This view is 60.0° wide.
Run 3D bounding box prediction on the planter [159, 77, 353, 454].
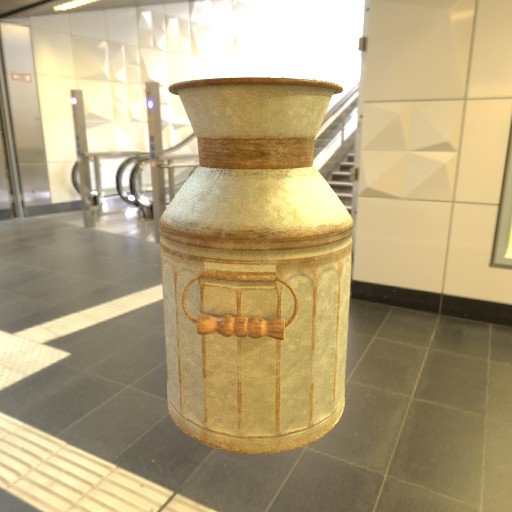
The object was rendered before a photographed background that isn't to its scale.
[{"bbox_3d":[0.000,0.000,0.501,0.215,0.358,0.248,2,15,8],"label":"planter"}]
